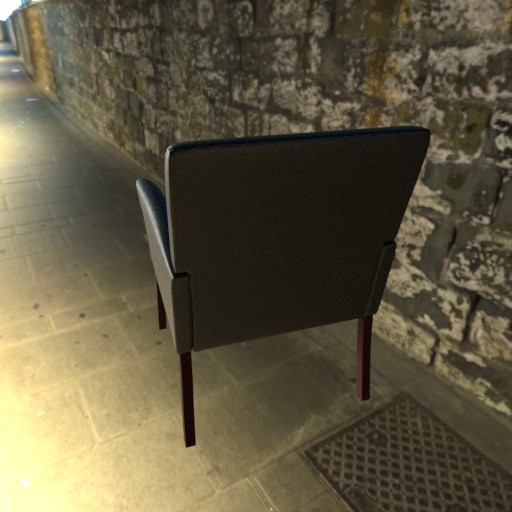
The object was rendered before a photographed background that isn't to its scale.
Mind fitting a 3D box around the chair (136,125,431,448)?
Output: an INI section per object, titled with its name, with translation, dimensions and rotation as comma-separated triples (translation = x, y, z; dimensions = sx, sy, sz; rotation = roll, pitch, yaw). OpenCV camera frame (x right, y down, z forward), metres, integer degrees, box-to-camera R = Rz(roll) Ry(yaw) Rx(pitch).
[chair]
translation = 0.000, 0.000, 1.484
dimensions = 0.683, 0.951, 0.772
rotation = -9, 28, -16
